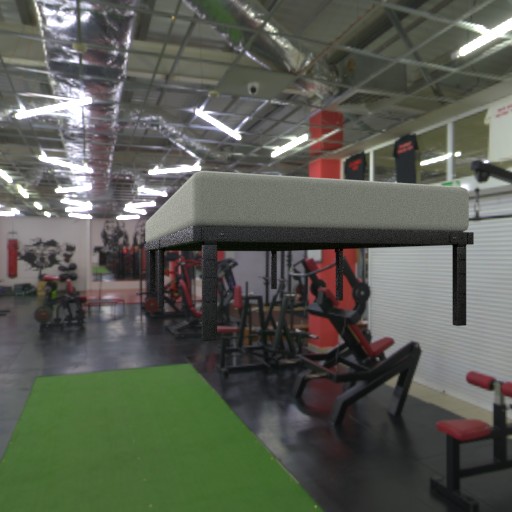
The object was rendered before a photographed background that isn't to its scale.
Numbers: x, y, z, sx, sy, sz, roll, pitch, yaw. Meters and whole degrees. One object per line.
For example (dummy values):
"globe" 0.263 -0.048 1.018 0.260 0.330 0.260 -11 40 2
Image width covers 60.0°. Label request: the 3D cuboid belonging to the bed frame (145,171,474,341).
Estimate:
"bed frame" 0.000 0.000 3.194 1.393 0.680 2.635 0 0 -18
